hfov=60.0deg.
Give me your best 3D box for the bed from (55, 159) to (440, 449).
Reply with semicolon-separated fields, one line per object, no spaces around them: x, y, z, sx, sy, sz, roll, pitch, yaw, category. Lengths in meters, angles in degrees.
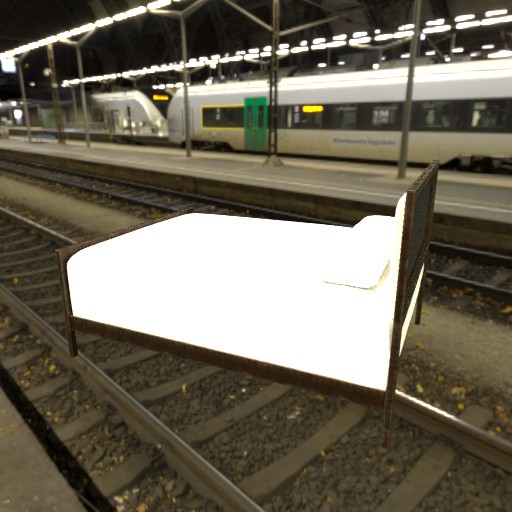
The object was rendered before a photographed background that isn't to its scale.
0.000;0.000;3.190;2.221;1.313;1.607;8;19;24;bed
